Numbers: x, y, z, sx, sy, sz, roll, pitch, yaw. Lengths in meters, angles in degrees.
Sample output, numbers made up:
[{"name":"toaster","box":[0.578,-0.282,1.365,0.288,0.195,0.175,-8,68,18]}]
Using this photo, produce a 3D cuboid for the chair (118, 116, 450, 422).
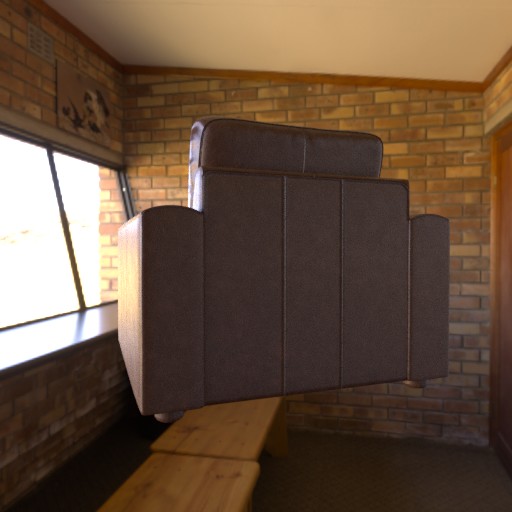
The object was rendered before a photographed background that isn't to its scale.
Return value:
[{"name":"chair","box":[0.000,0.000,1.761,1.005,0.873,1.016,0,1,-20]}]
